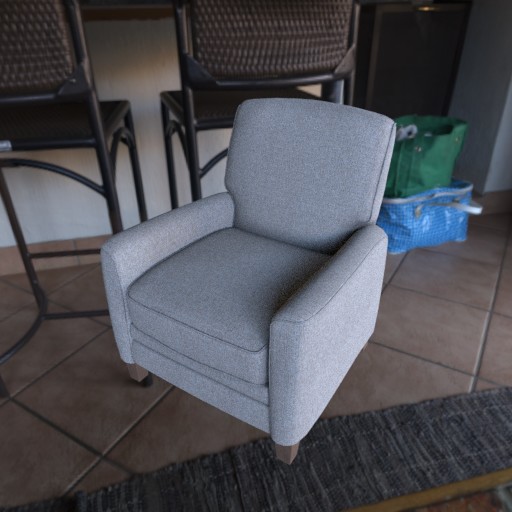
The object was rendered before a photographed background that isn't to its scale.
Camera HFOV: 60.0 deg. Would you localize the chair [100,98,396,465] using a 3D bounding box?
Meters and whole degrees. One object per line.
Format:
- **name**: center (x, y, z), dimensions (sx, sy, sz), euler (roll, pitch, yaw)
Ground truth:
- **chair**: center (0.000, 0.000, 1.669), dimensions (0.848, 1.014, 0.864), euler (17, 33, 28)
